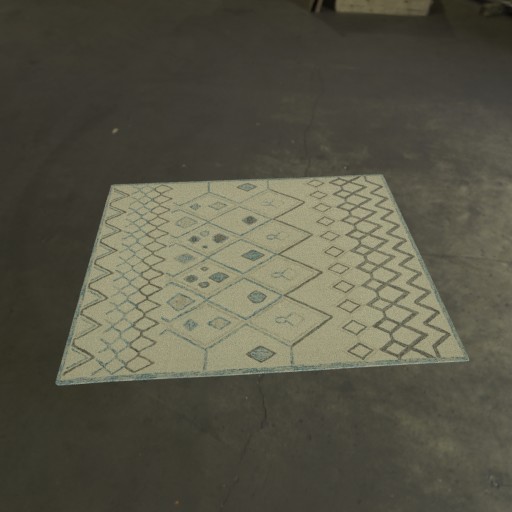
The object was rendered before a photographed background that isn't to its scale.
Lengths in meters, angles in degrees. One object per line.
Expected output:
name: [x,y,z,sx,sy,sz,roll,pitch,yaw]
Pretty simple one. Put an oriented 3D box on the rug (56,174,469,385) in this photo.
rug: [0.000,0.000,4.121,3.056,0.013,2.441,-3,45,-3]
